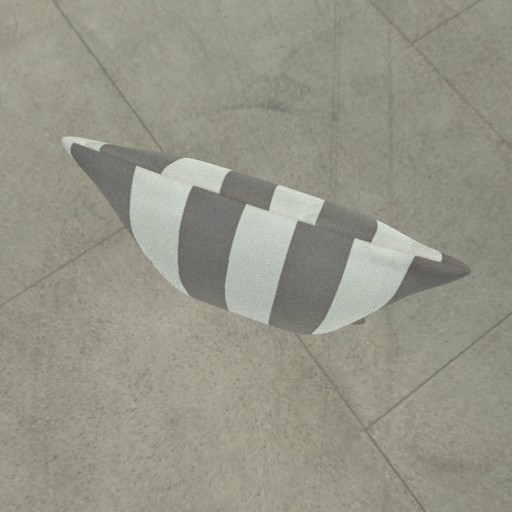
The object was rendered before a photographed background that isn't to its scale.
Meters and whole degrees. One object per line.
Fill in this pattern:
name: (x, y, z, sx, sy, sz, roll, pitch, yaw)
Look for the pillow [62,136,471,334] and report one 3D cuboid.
pillow: (0.000, 0.000, 0.771, 0.522, 0.507, 0.192, 19, 75, 5)
